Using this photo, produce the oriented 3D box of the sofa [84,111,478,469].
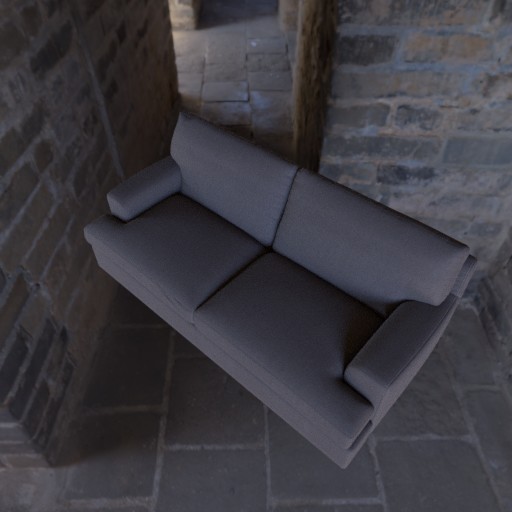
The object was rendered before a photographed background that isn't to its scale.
[{"bbox_3d":[0.000,0.000,2.788,2.271,0.950,1.140,32,54,28],"label":"sofa"}]
